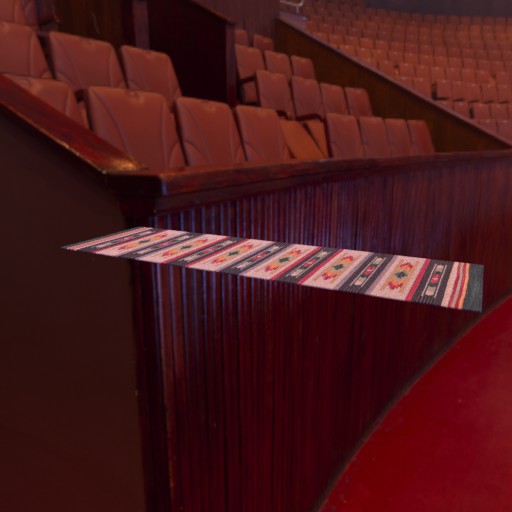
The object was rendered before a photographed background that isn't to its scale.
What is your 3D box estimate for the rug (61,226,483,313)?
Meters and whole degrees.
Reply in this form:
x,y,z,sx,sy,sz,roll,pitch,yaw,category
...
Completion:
x,y,z,sx,sy,sz,roll,pitch,yaw,category
0.000,0.000,2.657,2.440,0.009,0.760,7,17,26,rug
